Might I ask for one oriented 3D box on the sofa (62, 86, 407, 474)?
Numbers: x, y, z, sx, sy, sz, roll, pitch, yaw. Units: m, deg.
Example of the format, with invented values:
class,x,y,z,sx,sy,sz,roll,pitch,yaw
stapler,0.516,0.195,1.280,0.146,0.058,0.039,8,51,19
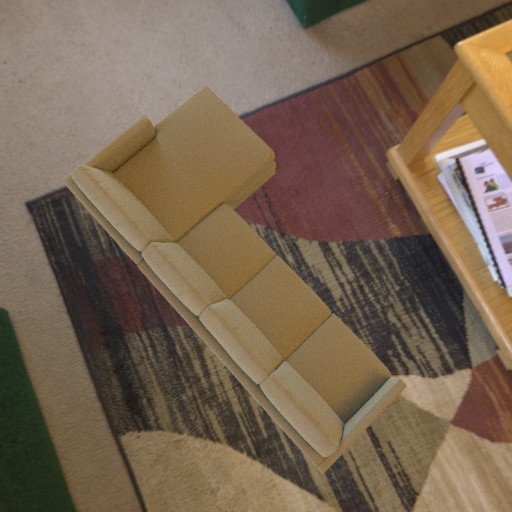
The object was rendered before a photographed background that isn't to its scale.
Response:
class,x,y,z,sx,sy,sz,roll,pitch,yaw
sofa,0.000,0.000,3.885,1.622,0.867,3.177,-42,80,-9
